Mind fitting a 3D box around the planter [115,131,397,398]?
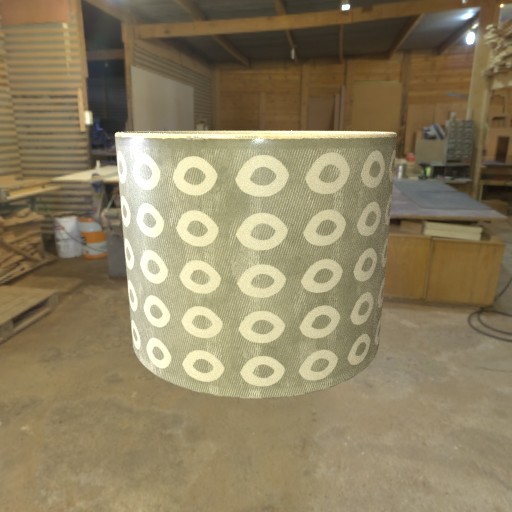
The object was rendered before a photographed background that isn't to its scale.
[{"bbox_3d":[0.000,0.000,0.443,0.250,0.239,0.250,0,16,0],"label":"planter"}]
